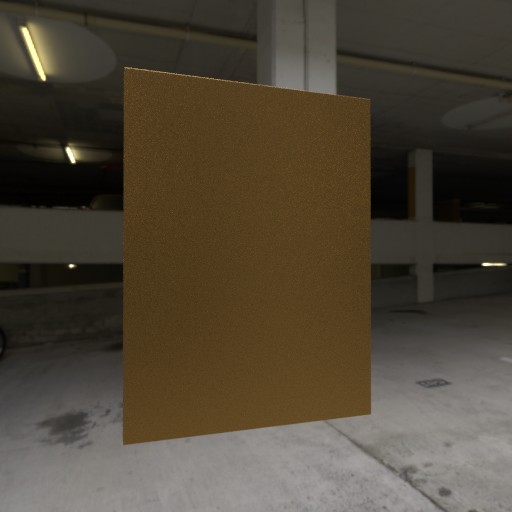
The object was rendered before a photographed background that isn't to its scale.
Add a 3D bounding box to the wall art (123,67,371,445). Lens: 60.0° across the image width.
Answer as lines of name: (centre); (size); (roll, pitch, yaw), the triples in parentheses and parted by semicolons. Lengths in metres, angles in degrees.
wall art: (0.000, 0.000, 1.064); (0.610, 0.812, 0.038); (0, -1, -18)
